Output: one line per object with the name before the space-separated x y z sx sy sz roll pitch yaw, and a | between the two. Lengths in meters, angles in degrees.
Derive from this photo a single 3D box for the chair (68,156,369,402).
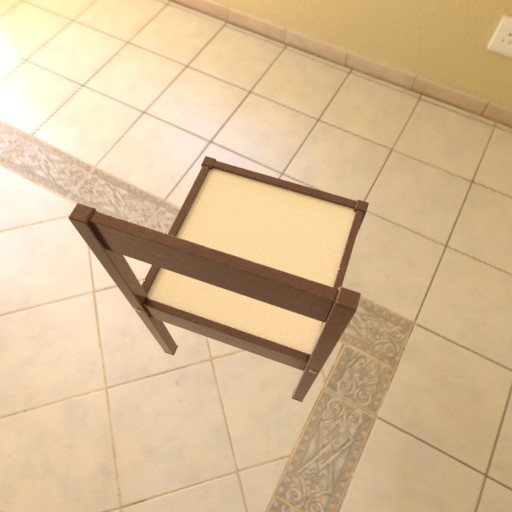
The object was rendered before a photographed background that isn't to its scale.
chair | 0.000 0.000 0.687 0.285 0.505 0.285 18 65 9
